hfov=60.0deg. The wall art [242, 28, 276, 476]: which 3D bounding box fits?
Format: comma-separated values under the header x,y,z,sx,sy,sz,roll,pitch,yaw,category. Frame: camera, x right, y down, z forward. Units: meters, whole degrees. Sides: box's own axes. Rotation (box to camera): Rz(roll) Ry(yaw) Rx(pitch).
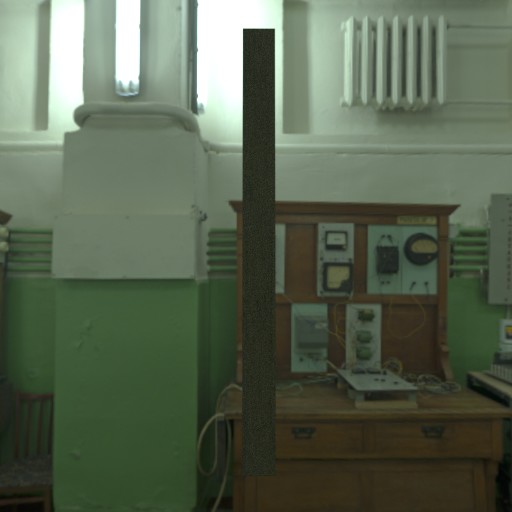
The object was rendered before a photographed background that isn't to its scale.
x,y,z,sx,sy,sz,roll,pitch,yaw,category
0.000,0.000,0.755,0.037,0.507,0.507,0,-2,-1,wall art
